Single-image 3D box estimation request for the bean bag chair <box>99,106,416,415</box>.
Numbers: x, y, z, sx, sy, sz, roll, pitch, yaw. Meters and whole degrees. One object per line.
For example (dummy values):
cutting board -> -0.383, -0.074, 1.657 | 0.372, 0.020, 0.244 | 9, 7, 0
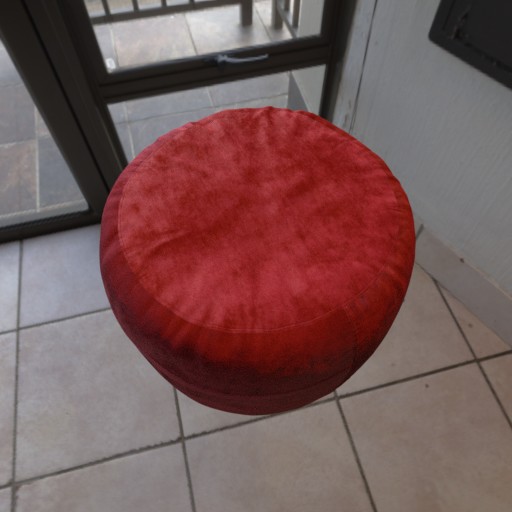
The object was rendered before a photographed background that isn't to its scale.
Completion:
bean bag chair -> 0.000, 0.000, 1.880 | 1.219, 0.762, 1.219 | 0, 59, 0
